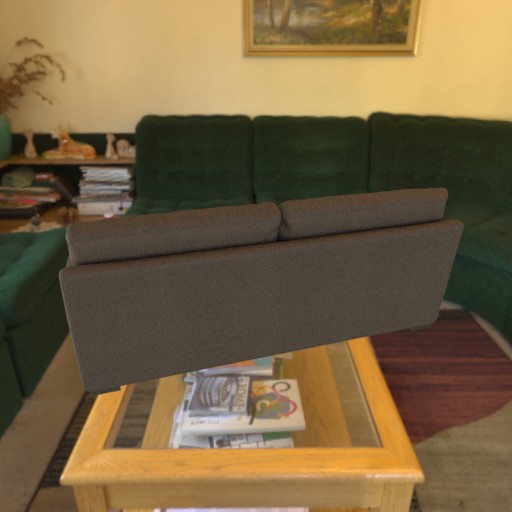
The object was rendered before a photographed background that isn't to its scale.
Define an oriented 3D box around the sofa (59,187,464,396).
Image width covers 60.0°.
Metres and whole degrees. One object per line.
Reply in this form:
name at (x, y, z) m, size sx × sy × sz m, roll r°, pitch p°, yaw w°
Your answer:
sofa at (0.000, 0.000, 2.871) m, size 2.271 × 0.950 × 1.140 m, roll -8°, pitch 25°, yaw -16°
